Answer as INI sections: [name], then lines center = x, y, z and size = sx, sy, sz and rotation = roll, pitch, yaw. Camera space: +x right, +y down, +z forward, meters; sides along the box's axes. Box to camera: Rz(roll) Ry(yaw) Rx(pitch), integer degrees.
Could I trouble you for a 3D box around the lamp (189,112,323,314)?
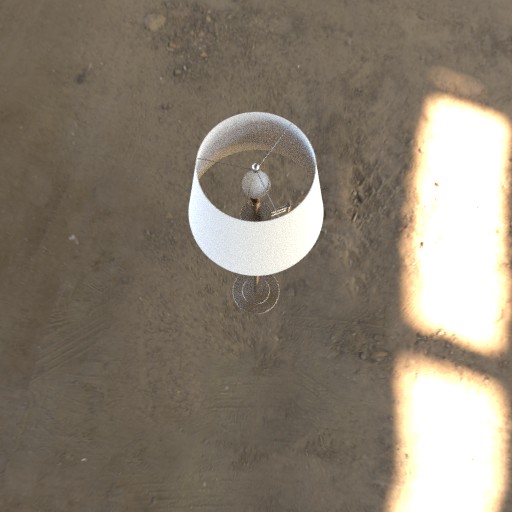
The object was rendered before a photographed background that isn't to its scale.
[lamp]
center = 0.000, 0.000, 1.632
size = 0.355, 1.473, 0.355
rotation = 0, 75, 0
